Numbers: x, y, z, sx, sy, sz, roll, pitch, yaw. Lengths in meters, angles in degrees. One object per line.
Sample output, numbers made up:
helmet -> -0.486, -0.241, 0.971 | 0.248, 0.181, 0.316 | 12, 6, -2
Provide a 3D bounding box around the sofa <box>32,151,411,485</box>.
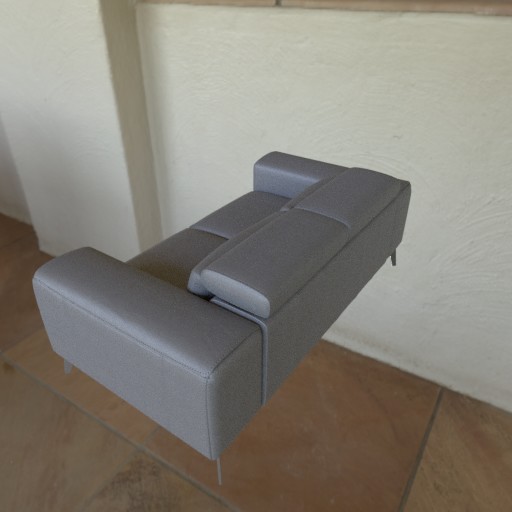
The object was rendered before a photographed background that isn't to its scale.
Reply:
sofa -> 0.000, 0.000, 2.388 | 1.024, 0.753, 1.930 | 21, 38, 29
